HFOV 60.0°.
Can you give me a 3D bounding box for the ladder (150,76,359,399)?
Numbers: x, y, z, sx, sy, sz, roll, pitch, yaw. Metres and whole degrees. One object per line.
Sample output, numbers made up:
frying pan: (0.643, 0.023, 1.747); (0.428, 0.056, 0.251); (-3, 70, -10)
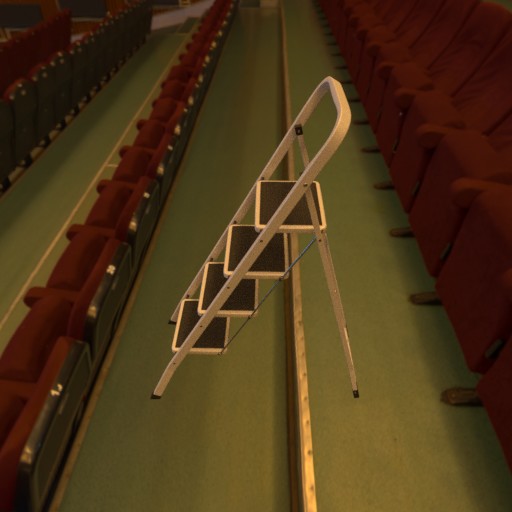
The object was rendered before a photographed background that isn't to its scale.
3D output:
ladder: (0.000, 0.000, 1.706); (0.914, 1.265, 0.460); (1, 39, 1)
